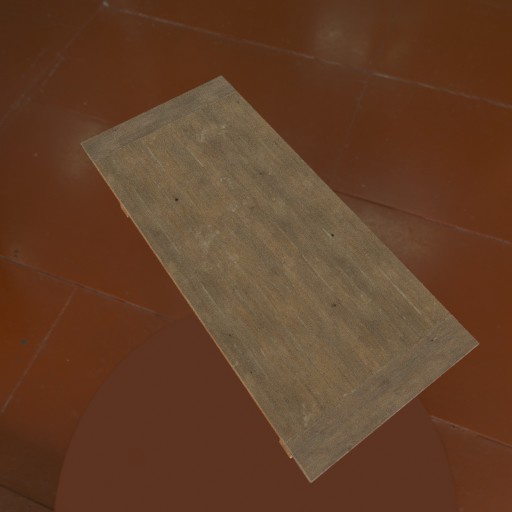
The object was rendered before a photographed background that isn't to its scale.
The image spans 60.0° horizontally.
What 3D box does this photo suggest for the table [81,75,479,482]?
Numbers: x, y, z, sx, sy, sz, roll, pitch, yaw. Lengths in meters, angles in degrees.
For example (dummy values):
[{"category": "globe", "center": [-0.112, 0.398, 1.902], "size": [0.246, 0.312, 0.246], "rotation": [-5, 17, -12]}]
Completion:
[{"category": "table", "center": [0.000, 0.000, 2.130], "size": [0.820, 0.465, 1.800], "rotation": [-32, 67, -16]}]
